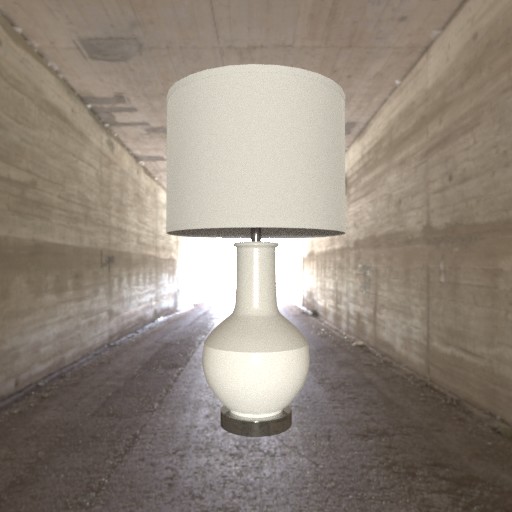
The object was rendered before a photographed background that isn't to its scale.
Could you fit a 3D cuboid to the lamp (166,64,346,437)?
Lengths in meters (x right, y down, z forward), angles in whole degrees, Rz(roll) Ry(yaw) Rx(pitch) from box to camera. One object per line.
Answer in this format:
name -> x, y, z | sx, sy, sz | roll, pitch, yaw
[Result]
lamp -> 0.000, 0.000, 0.896 | 0.357, 0.673, 0.357 | 1, -1, -37
